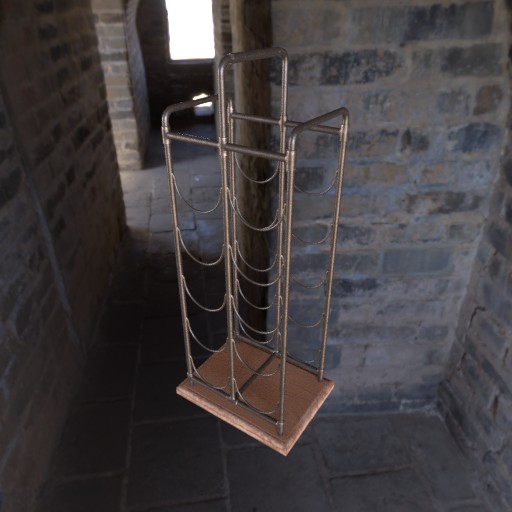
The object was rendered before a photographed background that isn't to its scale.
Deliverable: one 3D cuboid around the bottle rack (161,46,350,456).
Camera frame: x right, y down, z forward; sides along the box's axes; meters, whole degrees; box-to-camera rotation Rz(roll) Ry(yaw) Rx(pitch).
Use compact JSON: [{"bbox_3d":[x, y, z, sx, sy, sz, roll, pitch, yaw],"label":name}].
[{"bbox_3d":[0.000,0.000,0.803,0.276,0.680,0.208,19,35,29],"label":"bottle rack"}]
